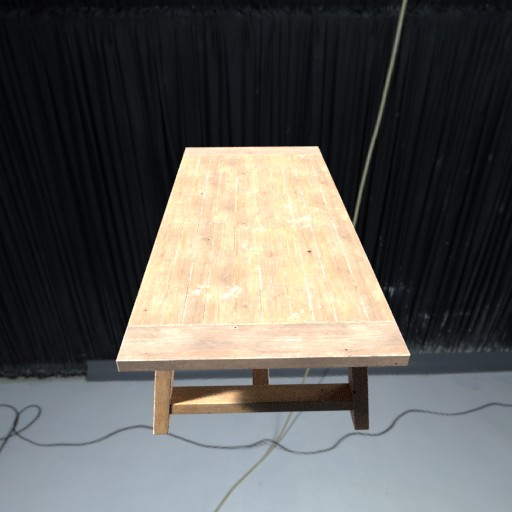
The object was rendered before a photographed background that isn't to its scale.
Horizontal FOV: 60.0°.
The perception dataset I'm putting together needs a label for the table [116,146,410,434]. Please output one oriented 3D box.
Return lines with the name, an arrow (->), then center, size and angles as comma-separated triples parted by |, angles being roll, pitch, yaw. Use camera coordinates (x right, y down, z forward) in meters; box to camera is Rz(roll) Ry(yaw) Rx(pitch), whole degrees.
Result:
table -> 0.000, 0.000, 2.117 | 0.820, 0.465, 1.800 | -1, 32, -1
